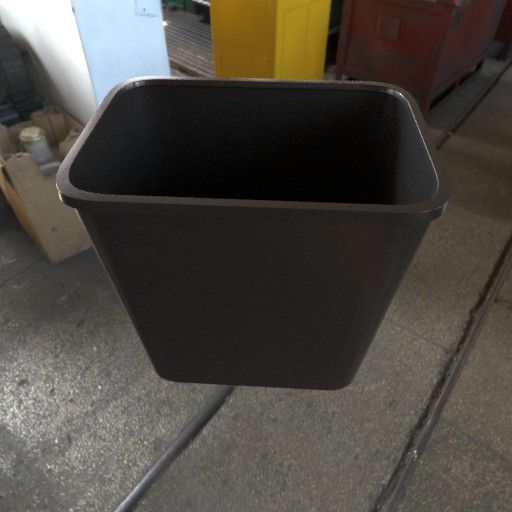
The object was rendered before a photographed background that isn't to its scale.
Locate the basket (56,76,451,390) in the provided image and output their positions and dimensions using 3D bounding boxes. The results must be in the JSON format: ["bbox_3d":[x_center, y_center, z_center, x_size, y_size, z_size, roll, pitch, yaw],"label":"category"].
[{"bbox_3d":[0.000,0.000,0.490,0.300,0.307,0.211,2,45,2],"label":"basket"}]
